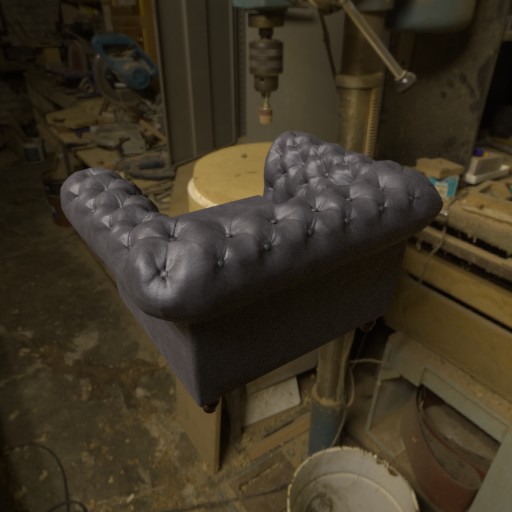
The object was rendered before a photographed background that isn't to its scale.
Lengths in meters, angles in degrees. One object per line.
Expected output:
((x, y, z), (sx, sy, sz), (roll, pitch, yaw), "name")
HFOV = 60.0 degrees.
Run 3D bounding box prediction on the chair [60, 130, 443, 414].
((0.000, 0.000, 1.894), (1.298, 0.780, 0.943), (-19, 35, -29), "chair")
